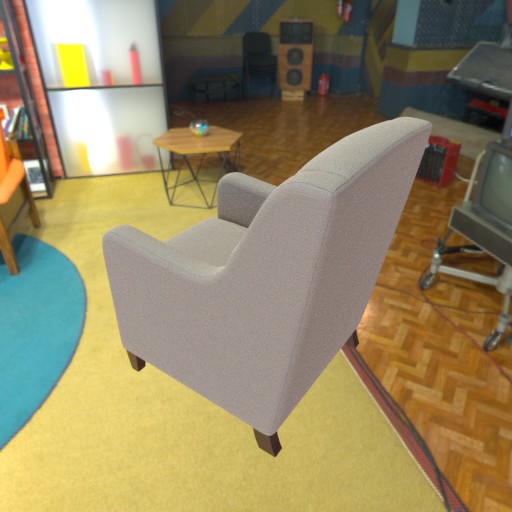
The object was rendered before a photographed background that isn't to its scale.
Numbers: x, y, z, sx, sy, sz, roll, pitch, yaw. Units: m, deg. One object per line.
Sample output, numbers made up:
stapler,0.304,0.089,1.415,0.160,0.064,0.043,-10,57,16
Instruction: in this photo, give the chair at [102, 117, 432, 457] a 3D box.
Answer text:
chair,0.000,0.000,1.616,0.896,1.017,0.715,20,36,30
